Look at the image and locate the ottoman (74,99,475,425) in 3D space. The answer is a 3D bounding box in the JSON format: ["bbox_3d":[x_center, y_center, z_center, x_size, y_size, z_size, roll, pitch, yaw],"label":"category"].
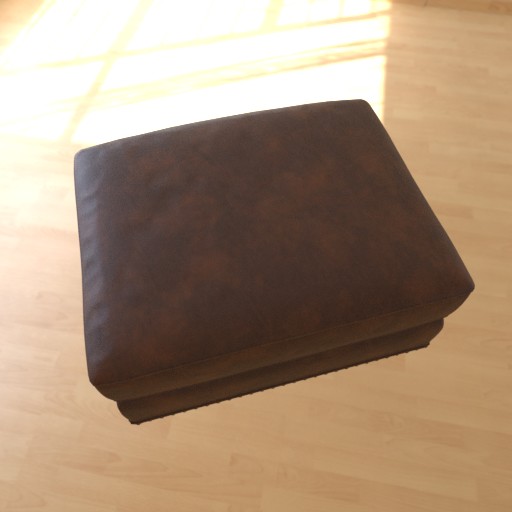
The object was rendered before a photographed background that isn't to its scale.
[{"bbox_3d":[0.000,0.000,1.084,0.742,0.486,0.586,-13,60,-8],"label":"ottoman"}]
